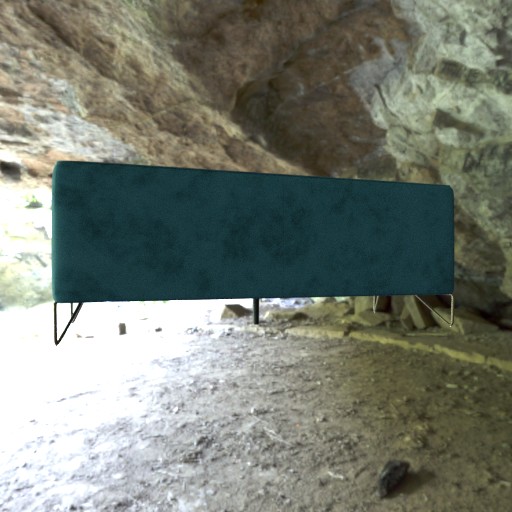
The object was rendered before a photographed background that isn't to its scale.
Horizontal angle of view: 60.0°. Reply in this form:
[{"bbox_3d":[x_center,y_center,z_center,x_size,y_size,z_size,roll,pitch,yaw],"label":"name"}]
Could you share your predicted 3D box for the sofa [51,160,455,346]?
[{"bbox_3d":[0.000,0.000,2.552,2.087,0.789,0.867,0,-1,-17],"label":"sofa"}]
